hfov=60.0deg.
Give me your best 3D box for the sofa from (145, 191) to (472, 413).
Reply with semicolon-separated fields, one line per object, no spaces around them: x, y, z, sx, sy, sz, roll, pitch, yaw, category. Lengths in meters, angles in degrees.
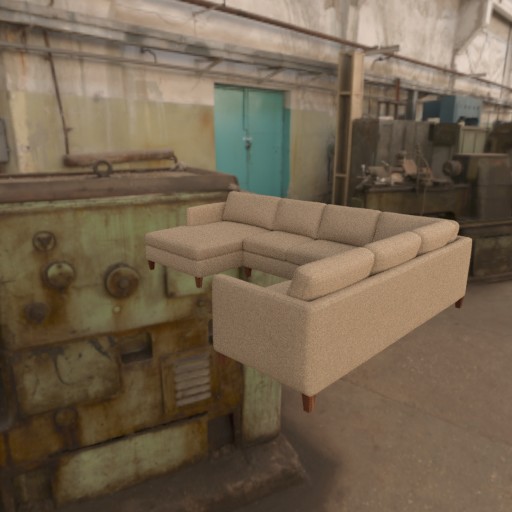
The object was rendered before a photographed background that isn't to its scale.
0.000;0.000;4.585;3.403;0.889;2.551;15;21;43;sofa
